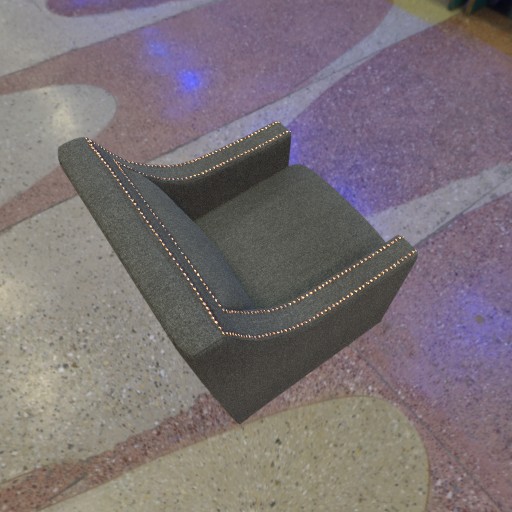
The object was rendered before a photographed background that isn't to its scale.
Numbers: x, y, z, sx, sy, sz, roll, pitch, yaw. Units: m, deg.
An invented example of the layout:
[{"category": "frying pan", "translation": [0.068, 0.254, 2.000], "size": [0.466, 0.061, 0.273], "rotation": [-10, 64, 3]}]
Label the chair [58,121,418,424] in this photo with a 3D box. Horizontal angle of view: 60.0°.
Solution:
[{"category": "chair", "translation": [0.000, 0.000, 1.620], "size": [0.884, 0.967, 0.776], "rotation": [-31, 63, -18]}]
